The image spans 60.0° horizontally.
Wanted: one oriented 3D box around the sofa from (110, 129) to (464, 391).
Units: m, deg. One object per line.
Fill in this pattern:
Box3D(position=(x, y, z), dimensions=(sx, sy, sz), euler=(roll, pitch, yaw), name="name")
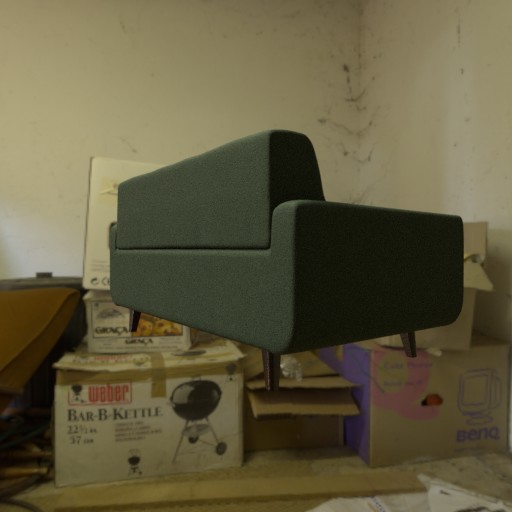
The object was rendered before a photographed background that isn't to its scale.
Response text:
Box3D(position=(0.000, 0.000, 2.154), dimensions=(0.909, 0.841, 1.631), euler=(-1, 1, -36), name="sofa")
